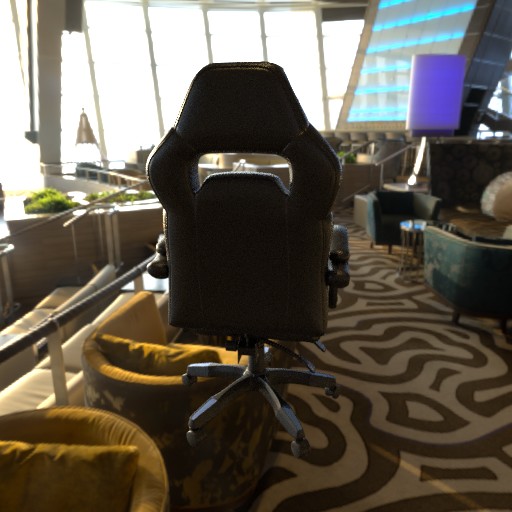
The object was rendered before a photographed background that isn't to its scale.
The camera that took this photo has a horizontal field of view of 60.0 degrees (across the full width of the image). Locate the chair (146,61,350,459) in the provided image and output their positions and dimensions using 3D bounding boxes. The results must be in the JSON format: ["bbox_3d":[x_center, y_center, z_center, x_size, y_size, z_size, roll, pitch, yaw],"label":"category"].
[{"bbox_3d":[0.000,0.000,1.674,0.700,1.280,0.700,2,16,9],"label":"chair"}]
